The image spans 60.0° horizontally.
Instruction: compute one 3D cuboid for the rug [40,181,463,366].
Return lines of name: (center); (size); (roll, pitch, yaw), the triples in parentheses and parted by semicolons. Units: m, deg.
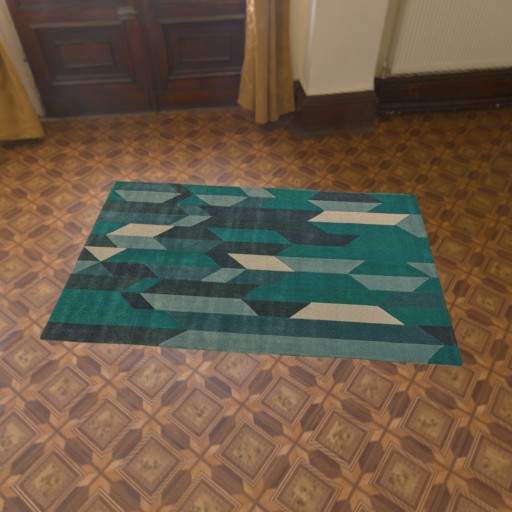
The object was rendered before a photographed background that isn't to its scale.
rug: (0.000, 0.000, 3.043); (2.420, 0.005, 1.528); (3, 47, 3)
